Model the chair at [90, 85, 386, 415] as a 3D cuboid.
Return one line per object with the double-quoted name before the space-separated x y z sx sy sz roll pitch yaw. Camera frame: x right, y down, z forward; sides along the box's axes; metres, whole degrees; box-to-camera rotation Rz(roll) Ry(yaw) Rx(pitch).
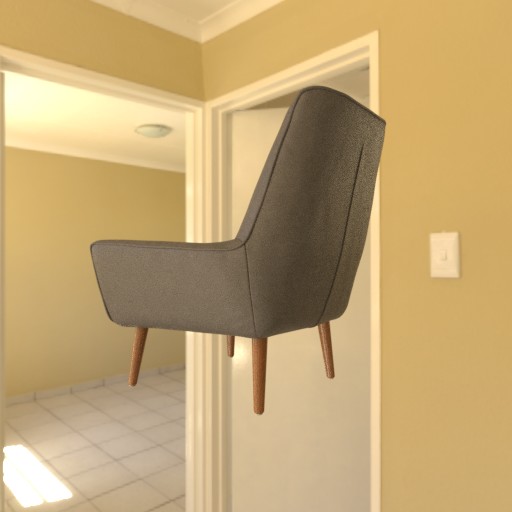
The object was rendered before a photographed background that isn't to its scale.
"chair" 0.000 0.000 1.526 0.822 0.888 0.787 0 0 36
